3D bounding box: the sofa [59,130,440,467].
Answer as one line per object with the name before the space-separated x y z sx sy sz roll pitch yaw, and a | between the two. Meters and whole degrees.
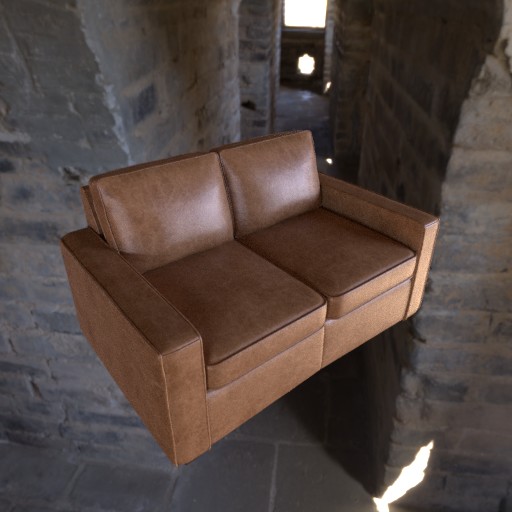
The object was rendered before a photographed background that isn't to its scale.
sofa | 0.000 0.000 2.119 1.532 0.896 1.020 -22 37 -32
